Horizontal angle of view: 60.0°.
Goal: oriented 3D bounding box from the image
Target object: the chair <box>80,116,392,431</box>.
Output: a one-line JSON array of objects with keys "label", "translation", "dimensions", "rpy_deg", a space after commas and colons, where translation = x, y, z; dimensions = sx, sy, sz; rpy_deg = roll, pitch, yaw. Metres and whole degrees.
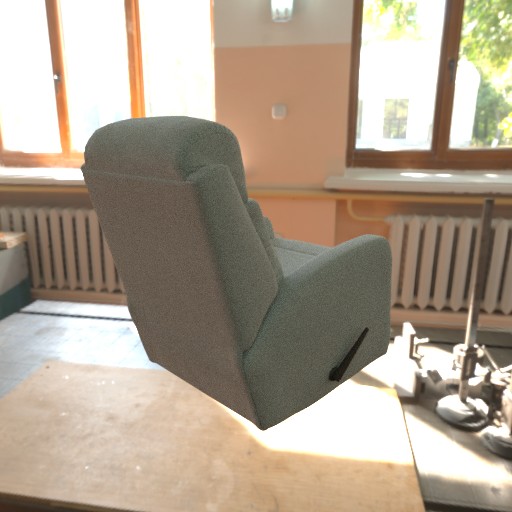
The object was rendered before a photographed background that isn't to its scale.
[{"label": "chair", "translation": [0.000, 0.000, 1.723], "dimensions": [0.798, 1.013, 1.043], "rpy_deg": [14, 21, 43]}]
